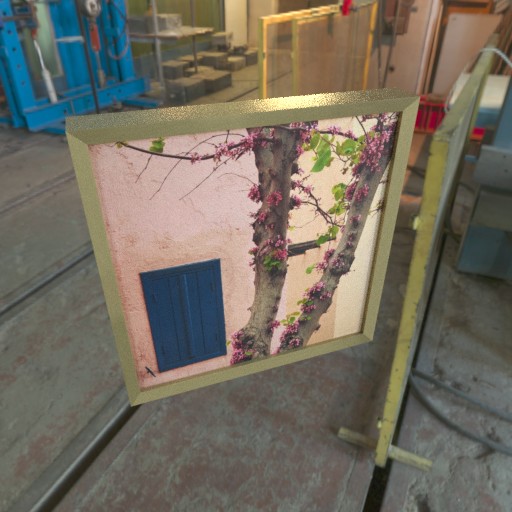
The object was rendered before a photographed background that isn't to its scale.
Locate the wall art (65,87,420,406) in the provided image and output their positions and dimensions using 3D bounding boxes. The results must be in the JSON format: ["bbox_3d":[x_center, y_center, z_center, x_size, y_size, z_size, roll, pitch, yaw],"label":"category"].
[{"bbox_3d":[0.000,0.000,0.460,0.304,0.305,0.038,-11,35,-16],"label":"wall art"}]
